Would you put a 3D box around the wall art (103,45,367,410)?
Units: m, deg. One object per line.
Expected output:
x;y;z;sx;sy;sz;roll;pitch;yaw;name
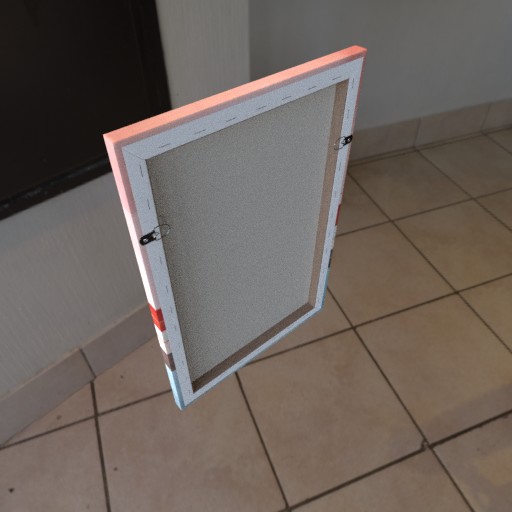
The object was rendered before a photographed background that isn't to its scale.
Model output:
0.000;0.000;1.165;0.610;0.914;0.038;-30;52;-27;wall art
